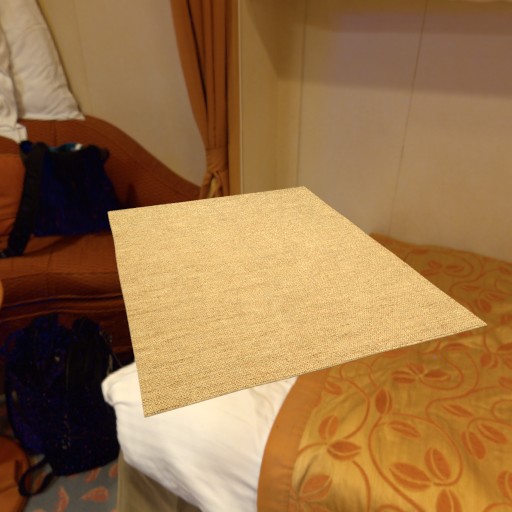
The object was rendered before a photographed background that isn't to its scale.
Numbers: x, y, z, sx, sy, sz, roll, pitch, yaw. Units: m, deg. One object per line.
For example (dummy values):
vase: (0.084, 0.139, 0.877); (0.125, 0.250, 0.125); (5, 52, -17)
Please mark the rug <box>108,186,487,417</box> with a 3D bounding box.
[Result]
rug: (0.000, 0.000, 4.040); (2.406, 0.012, 3.034); (-10, 30, -17)
